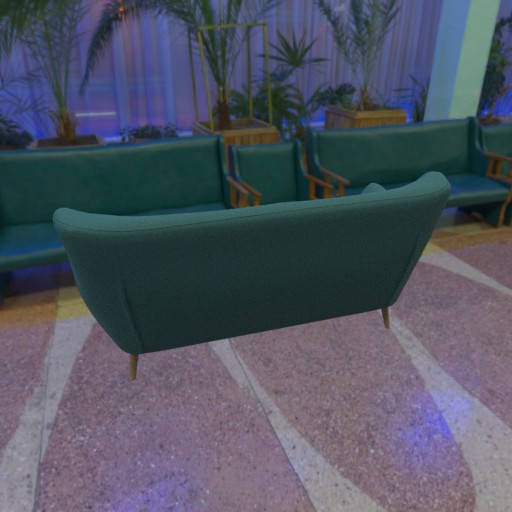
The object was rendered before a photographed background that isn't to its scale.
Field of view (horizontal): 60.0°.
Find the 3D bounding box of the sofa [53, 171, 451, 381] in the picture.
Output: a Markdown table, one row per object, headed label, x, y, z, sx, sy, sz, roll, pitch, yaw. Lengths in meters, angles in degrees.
| label | x | y | z | sx | sy | sz | roll | pitch | yaw |
| --- | --- | --- | --- | --- | --- | --- | --- | --- | --- |
| sofa | 0.000 | 0.000 | 2.370 | 1.930 | 0.890 | 0.889 | -8 | 28 | -16 |
